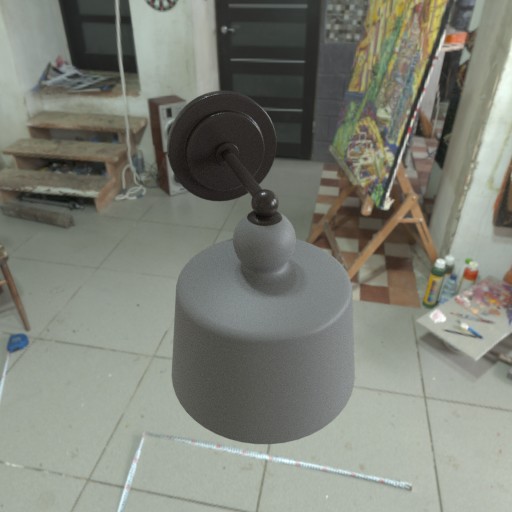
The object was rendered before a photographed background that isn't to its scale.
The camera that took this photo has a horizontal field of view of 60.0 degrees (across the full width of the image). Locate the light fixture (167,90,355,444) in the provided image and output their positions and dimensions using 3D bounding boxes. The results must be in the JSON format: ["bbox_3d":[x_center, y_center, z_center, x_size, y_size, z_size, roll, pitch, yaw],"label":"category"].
[{"bbox_3d":[0.000,0.000,0.450,0.204,0.268,0.254,-10,35,-15],"label":"light fixture"}]
